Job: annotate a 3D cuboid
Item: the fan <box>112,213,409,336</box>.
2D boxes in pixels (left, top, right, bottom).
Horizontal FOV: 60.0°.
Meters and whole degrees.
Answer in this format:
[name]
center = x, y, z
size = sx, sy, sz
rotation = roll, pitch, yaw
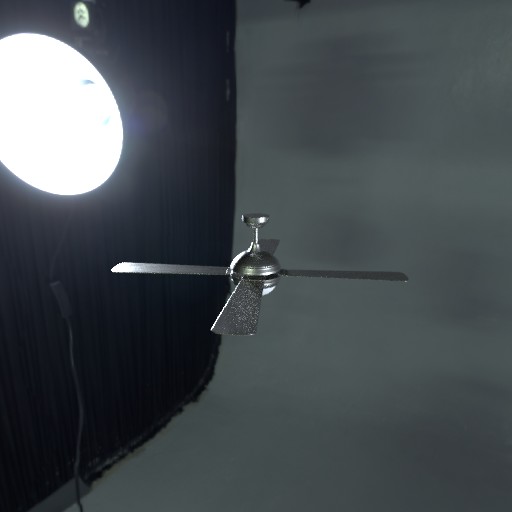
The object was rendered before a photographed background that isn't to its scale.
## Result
[fan]
center = 0.000, 0.000, 2.070
size = 1.321, 0.381, 1.321
rotation = 8, 17, 26
